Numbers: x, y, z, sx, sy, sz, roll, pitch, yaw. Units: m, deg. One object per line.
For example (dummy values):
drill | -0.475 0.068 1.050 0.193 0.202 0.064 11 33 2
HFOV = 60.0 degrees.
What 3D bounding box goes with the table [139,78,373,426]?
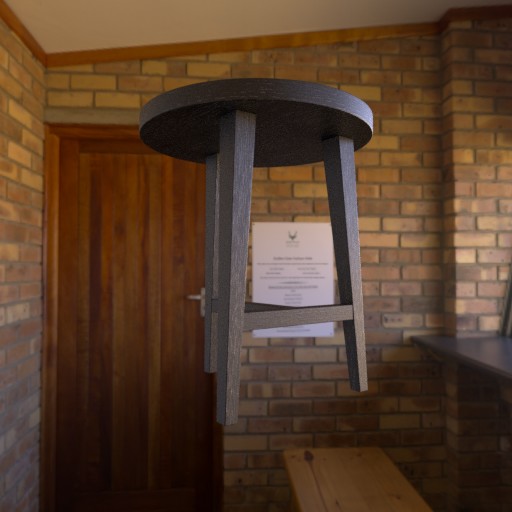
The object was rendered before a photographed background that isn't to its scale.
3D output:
table | 0.000 0.000 0.777 0.399 0.460 0.399 0 -1 0
